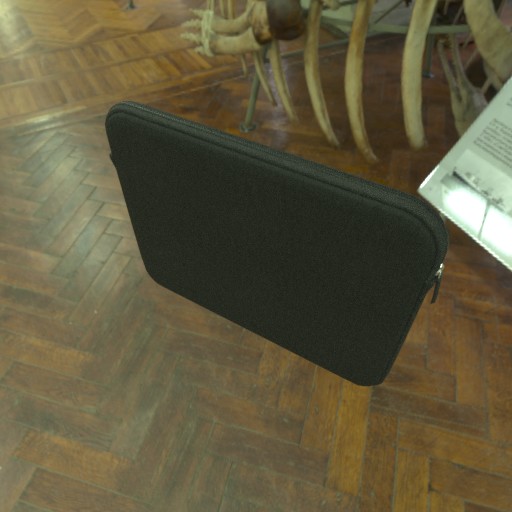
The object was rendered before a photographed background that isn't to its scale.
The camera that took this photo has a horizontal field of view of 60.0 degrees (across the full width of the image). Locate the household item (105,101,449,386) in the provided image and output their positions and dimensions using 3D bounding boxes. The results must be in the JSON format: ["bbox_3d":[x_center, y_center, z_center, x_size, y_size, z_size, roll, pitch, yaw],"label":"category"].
[{"bbox_3d":[0.000,0.000,0.524,0.396,0.305,0.030,24,52,20],"label":"household item"}]
